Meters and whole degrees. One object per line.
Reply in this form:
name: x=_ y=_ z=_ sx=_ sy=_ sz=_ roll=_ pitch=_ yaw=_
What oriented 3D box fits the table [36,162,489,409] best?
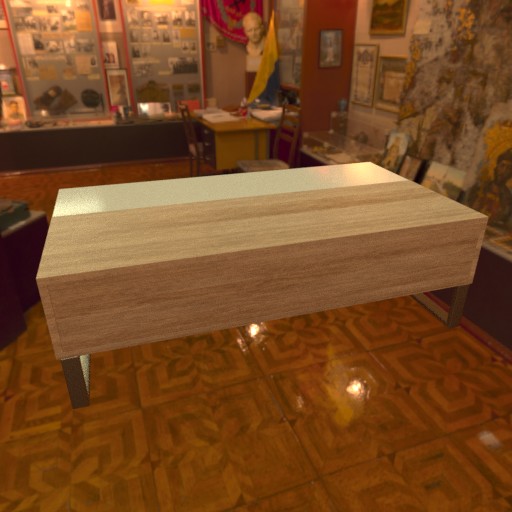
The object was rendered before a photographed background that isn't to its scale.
table: x=0.000 y=0.000 z=1.355 sx=1.100 sy=0.350 sz=0.600 roll=-8 pitch=28 yaw=-16
